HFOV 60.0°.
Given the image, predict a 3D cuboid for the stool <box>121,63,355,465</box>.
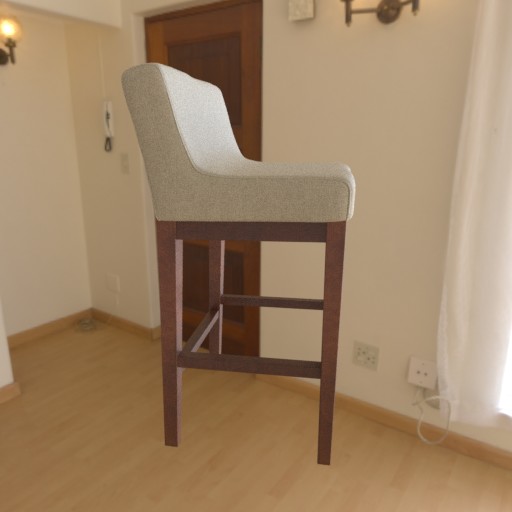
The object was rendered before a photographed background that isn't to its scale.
[{"bbox_3d":[0.000,0.000,1.221,0.500,0.937,0.511,3,15,9],"label":"stool"}]
